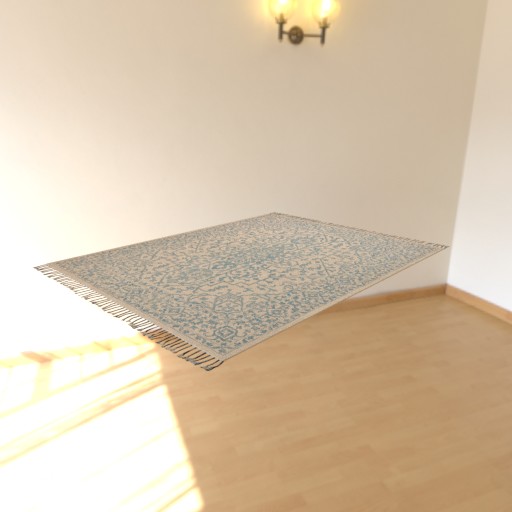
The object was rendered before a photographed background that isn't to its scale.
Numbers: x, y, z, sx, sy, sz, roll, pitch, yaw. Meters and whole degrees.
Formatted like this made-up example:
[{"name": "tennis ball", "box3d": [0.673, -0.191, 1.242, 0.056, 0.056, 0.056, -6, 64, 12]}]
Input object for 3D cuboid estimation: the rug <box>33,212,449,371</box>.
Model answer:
[{"name": "rug", "box3d": [0.000, 0.000, 4.311, 2.464, 0.010, 3.327, 16, 24, 42]}]
